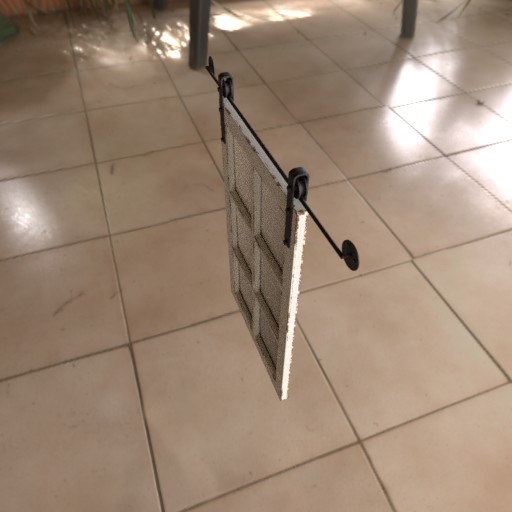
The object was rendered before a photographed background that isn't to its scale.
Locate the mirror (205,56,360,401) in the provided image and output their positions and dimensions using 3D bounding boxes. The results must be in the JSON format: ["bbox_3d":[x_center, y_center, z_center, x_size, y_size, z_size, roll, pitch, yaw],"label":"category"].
[{"bbox_3d":[0.000,0.000,1.222,0.037,0.844,0.808,-16,49,-14],"label":"mirror"}]
